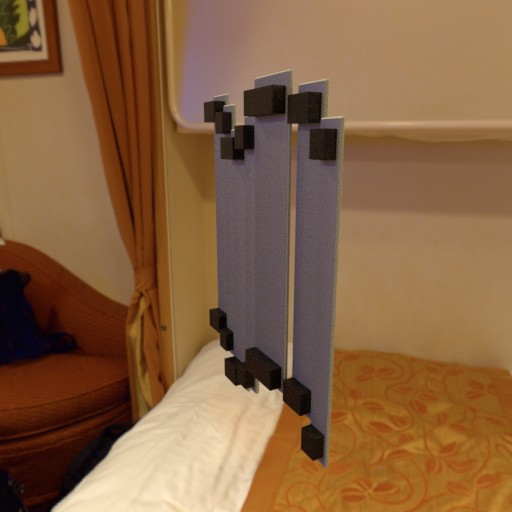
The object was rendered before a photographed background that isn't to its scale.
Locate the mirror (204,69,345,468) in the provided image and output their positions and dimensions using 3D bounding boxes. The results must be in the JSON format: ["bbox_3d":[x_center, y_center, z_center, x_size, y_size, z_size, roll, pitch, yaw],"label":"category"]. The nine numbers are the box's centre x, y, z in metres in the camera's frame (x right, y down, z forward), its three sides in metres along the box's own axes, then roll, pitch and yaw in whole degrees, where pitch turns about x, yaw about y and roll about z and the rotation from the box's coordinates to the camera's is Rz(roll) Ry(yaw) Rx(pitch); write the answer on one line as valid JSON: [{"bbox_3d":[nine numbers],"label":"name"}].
[{"bbox_3d":[0.000,0.000,0.815,0.058,0.611,0.445,-8,16,-28],"label":"mirror"}]
